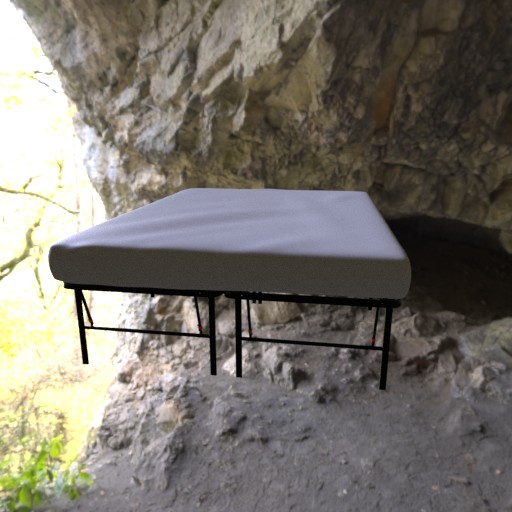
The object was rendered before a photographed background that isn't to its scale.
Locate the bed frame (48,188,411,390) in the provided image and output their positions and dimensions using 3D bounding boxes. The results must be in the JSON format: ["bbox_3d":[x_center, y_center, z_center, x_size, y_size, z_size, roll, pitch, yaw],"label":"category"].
[{"bbox_3d":[0.000,0.000,2.888,1.584,0.667,2.151,2,16,9],"label":"bed frame"}]
